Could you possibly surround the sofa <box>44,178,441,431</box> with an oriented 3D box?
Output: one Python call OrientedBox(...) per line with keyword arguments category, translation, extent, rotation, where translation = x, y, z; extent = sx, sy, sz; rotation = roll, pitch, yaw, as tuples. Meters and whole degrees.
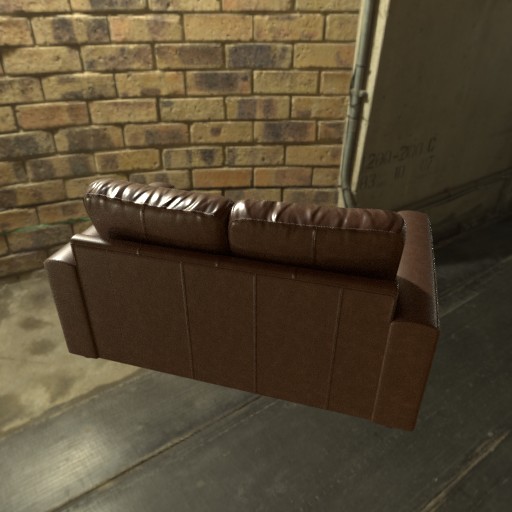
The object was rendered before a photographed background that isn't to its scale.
OrientedBox(category="sofa", translation=(0.000, 0.000, 2.175), extent=(1.616, 0.873, 1.016), rotation=(9, 32, 14))
